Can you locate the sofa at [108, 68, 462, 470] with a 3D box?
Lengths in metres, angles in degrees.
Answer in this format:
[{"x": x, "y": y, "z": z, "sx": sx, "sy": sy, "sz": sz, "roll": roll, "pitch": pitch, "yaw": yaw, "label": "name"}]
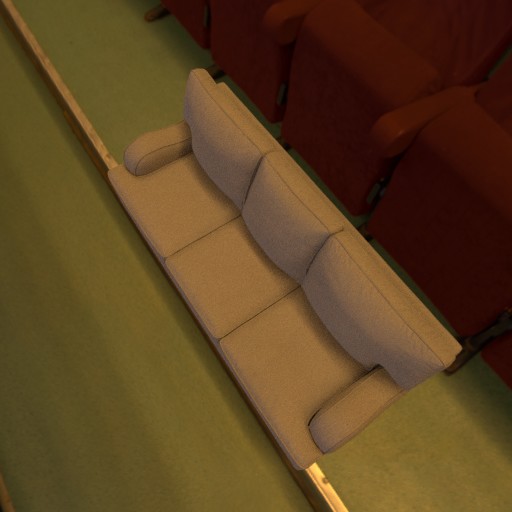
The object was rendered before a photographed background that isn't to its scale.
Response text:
[{"x": 0.000, "y": 0.000, "z": 2.792, "sx": 1.016, "sy": 0.991, "sz": 2.323, "roll": -32, "pitch": 68, "yaw": -14, "label": "sofa"}]
